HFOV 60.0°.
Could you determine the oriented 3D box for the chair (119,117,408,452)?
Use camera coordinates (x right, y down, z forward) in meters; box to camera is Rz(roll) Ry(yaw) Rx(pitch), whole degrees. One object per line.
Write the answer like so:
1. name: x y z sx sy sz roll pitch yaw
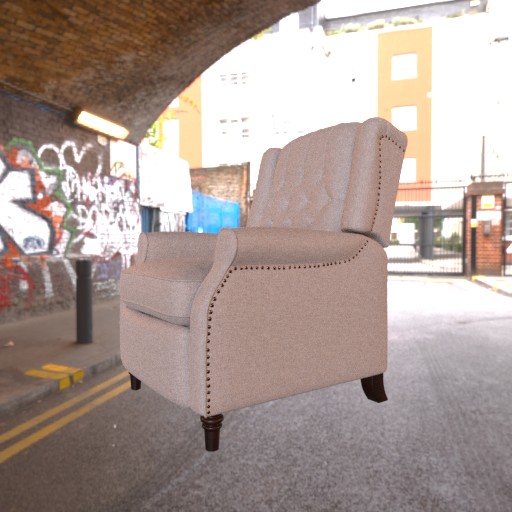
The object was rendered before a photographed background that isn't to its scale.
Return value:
1. chair: 0.000 0.000 1.643 0.902 1.035 0.742 -1 2 -34
